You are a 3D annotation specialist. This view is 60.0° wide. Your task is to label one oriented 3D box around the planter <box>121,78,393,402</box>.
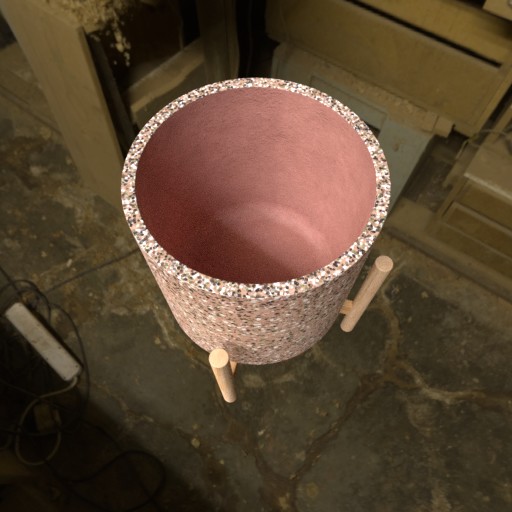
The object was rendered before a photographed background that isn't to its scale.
[{"bbox_3d":[0.000,0.000,0.689,0.360,0.419,0.360,34,68,16],"label":"planter"}]
